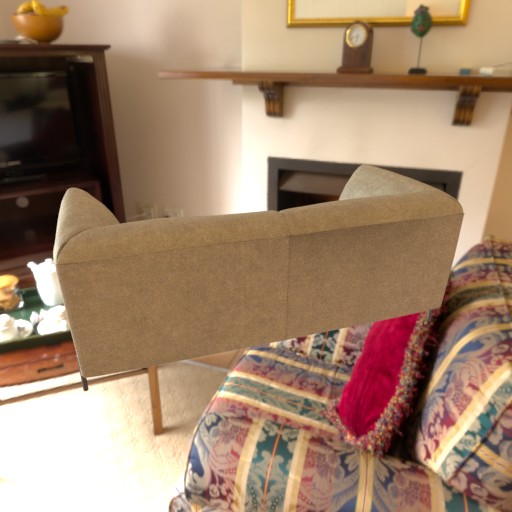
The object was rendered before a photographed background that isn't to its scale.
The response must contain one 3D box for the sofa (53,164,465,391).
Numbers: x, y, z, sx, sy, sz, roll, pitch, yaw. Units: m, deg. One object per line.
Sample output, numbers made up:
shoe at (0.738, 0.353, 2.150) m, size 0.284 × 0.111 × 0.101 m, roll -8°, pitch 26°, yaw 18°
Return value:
sofa at (0.000, 0.000, 2.375) m, size 1.878 × 0.747 × 0.905 m, roll -8°, pitch 25°, yaw -17°
